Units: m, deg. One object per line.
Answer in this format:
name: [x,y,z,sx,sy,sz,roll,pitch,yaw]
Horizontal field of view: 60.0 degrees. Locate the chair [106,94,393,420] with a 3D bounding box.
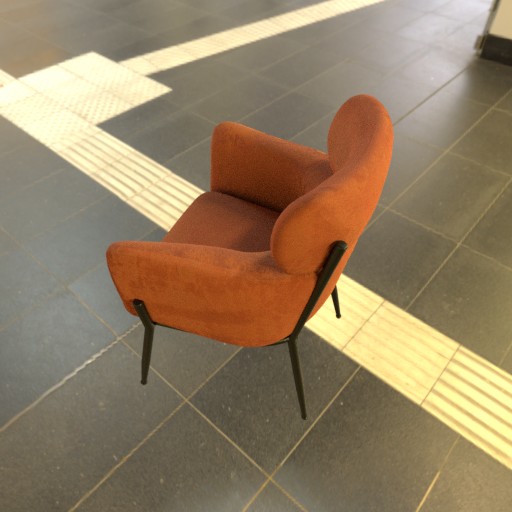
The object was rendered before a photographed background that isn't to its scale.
chair: [0.000,0.000,1.122,0.523,0.772,0.561,16,49,15]
